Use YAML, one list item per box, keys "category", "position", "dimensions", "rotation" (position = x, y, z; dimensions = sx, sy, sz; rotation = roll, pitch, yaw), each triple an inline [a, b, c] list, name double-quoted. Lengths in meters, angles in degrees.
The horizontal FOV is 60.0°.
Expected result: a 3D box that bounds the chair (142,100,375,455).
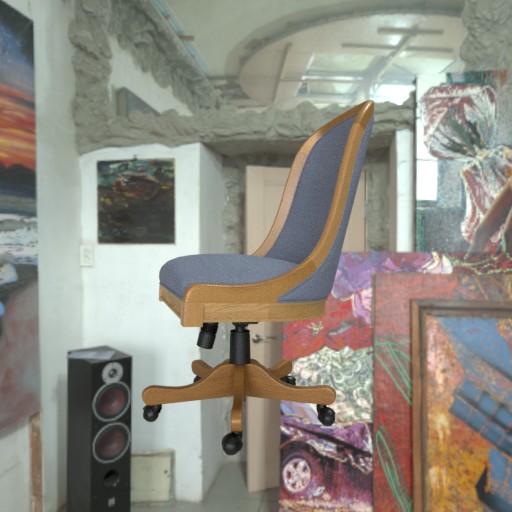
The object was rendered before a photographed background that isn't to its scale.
- category: "chair"
  position: [0.000, 0.000, 1.462]
  dimensions: [0.735, 1.031, 0.605]
  rotation: [0, 1, -18]
